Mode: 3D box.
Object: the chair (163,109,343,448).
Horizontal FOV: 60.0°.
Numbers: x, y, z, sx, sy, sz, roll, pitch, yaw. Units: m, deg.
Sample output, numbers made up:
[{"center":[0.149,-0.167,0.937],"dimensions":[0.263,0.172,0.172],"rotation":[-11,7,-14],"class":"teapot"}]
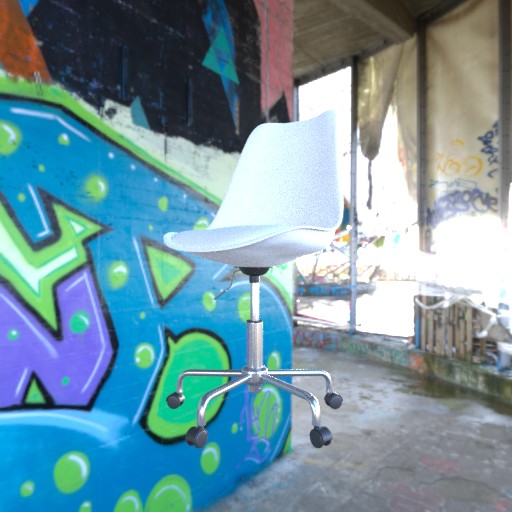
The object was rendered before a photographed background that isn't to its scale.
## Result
[{"center":[0.000,0.000,1.285],"dimensions":[0.550,0.930,0.550],"rotation":[0,0,36],"class":"chair"}]
